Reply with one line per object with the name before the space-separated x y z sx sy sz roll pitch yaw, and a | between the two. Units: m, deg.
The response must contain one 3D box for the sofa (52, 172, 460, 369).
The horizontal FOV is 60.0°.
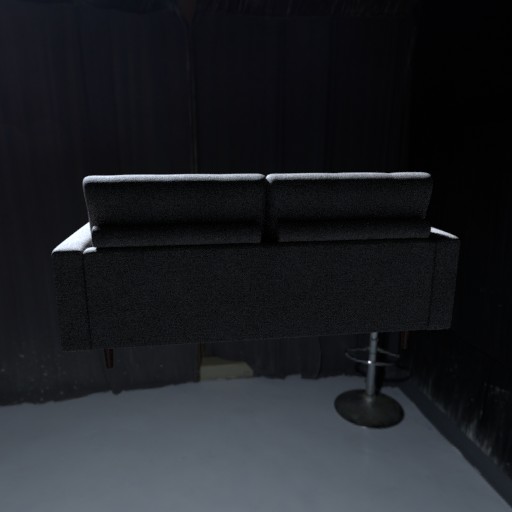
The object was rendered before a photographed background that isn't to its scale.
sofa | 0.000 0.000 2.370 1.821 0.902 0.863 -2 14 -8
